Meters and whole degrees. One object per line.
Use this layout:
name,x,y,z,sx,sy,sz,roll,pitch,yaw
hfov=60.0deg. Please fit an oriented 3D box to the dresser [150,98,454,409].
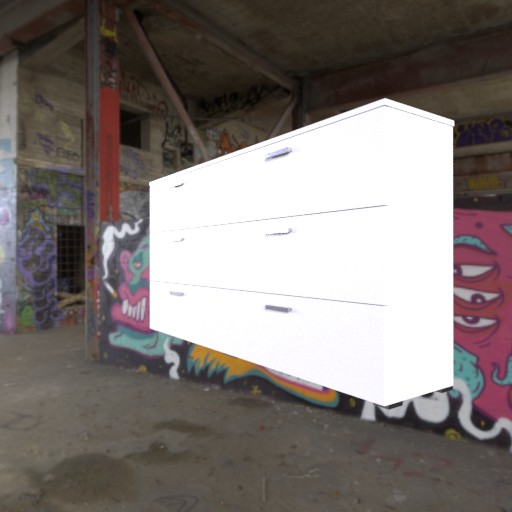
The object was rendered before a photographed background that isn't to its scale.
dresser,0.000,0.000,1.828,0.333,0.790,1.535,0,0,-36
